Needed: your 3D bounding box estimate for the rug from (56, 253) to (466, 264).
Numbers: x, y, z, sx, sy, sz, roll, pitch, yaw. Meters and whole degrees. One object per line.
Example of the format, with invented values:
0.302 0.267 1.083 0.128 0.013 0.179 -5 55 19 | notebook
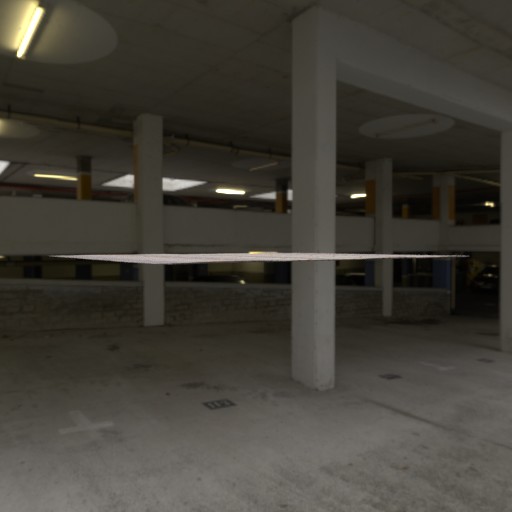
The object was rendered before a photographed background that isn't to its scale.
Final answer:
0.000 0.000 3.951 3.000 0.012 2.371 -1 1 -36 | rug
